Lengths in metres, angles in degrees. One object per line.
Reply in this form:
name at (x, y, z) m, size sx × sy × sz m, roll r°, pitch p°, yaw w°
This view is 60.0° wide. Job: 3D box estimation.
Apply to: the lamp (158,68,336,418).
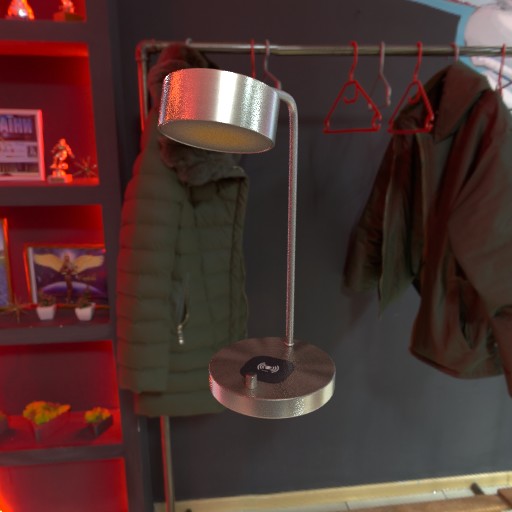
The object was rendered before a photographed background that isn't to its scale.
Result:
lamp at (0.000, 0.000, 0.639) m, size 0.211 × 0.469 × 0.334 m, roll 7°, pitch 17°, yaw 25°
